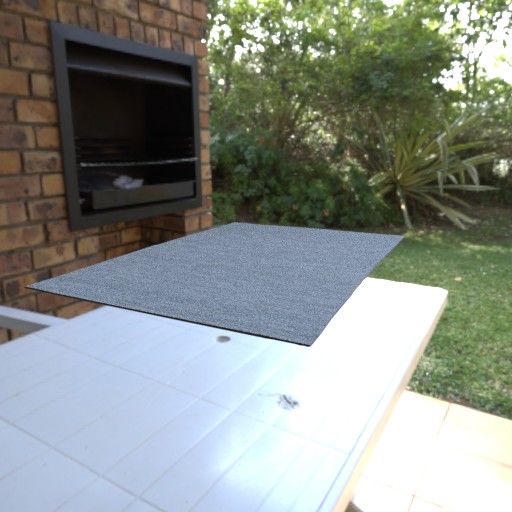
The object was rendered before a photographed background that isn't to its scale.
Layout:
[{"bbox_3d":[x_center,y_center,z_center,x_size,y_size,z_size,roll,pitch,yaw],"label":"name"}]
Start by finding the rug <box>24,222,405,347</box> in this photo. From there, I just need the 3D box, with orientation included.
[{"bbox_3d":[0.000,0.000,3.029,1.616,0.030,2.338,7,15,26],"label":"rug"}]
